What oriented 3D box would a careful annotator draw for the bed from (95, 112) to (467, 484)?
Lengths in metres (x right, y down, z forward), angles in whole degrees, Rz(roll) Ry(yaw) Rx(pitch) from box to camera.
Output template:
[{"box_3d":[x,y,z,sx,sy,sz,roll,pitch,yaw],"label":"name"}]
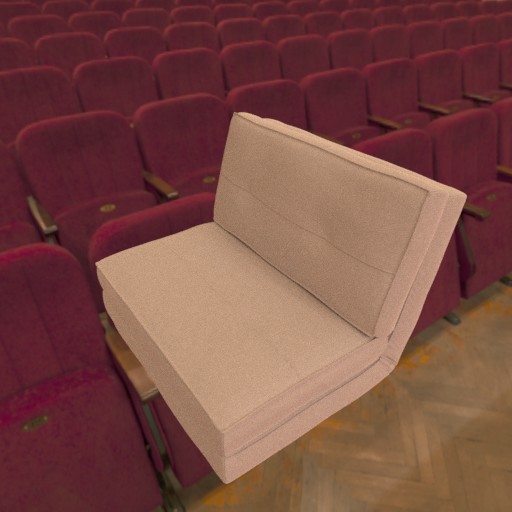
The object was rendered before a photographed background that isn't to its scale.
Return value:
[{"box_3d":[0.000,0.000,1.291,0.749,0.614,0.799,-22,39,-29],"label":"bed"}]
